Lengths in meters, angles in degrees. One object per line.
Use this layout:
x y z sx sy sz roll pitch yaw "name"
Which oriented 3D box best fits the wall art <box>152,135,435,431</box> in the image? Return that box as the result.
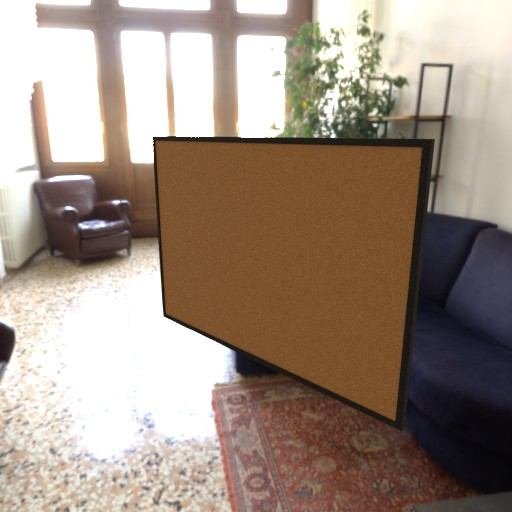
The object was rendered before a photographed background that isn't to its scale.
0.000 0.000 0.883 0.664 0.458 0.013 15 21 42 "wall art"
